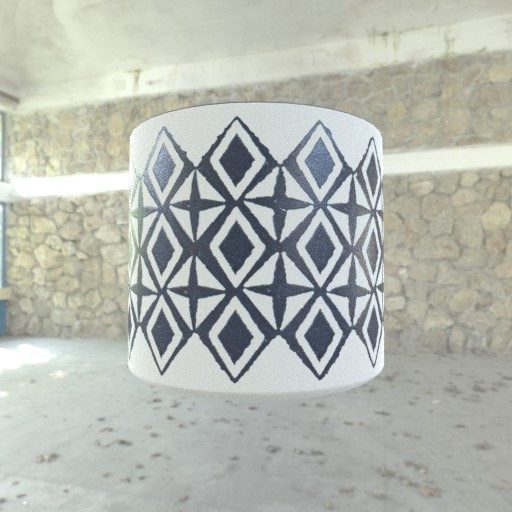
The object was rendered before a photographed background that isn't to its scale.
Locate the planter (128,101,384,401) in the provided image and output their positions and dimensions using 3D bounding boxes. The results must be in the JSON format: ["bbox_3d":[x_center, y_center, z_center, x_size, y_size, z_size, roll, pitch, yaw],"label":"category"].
[{"bbox_3d":[0.000,0.000,0.405,0.224,0.203,0.224,0,-1,0],"label":"planter"}]
